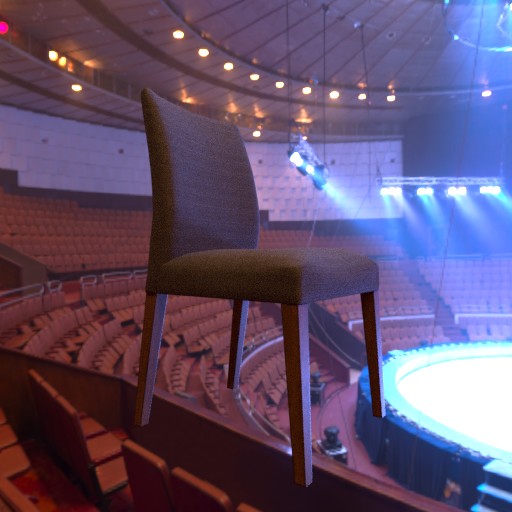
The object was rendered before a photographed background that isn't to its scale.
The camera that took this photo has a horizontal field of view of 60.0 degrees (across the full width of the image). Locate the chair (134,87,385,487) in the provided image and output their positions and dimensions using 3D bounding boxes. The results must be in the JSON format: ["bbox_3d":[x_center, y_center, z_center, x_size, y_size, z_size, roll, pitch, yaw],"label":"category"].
[{"bbox_3d":[0.000,0.000,1.270,0.585,0.940,0.496,0,0,35],"label":"chair"}]
